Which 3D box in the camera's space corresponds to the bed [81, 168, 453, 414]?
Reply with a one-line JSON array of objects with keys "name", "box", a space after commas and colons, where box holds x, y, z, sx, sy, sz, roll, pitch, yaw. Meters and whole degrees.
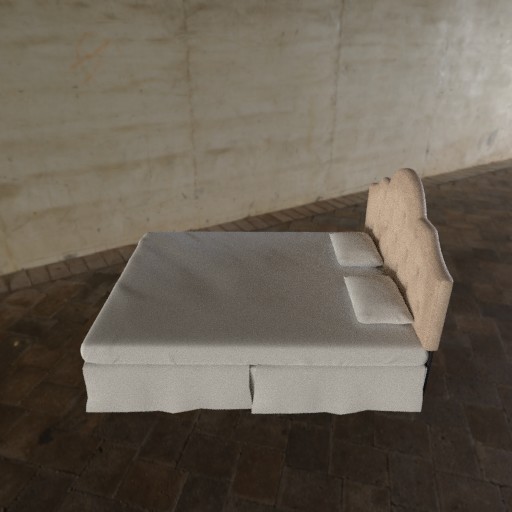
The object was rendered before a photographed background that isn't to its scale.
[{"name": "bed", "box": [0.000, 0.000, 2.997, 1.970, 1.194, 1.667, 0, 27, 1]}]
